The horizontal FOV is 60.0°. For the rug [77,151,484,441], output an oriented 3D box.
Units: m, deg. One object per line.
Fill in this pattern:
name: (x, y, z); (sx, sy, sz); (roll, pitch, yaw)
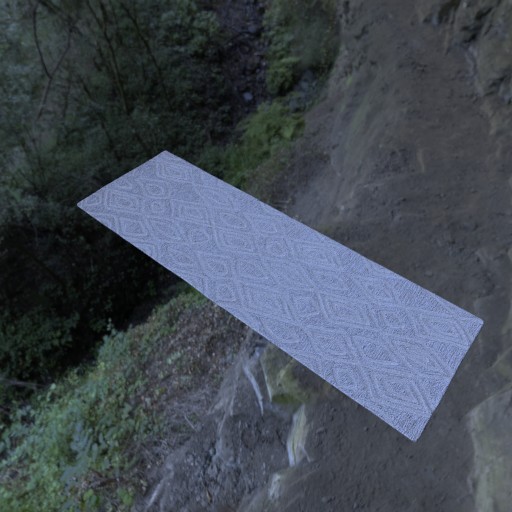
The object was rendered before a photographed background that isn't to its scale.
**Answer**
rug: (0.000, 0.000, 2.617); (2.436, 0.013, 0.807); (31, 55, 25)
